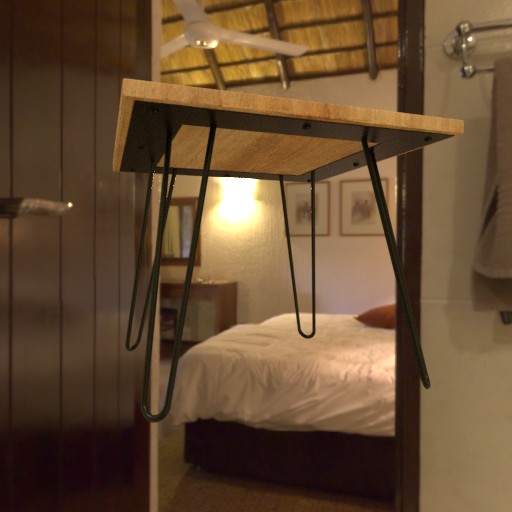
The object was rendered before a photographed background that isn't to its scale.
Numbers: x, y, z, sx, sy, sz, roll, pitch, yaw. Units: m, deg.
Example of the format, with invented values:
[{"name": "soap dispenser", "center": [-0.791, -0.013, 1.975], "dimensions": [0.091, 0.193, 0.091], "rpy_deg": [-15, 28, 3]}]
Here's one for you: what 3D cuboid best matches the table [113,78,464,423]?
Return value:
[{"name": "table", "center": [0.000, 0.000, 0.997], "dimensions": [0.599, 0.500, 0.599], "rpy_deg": [0, 0, -19]}]
